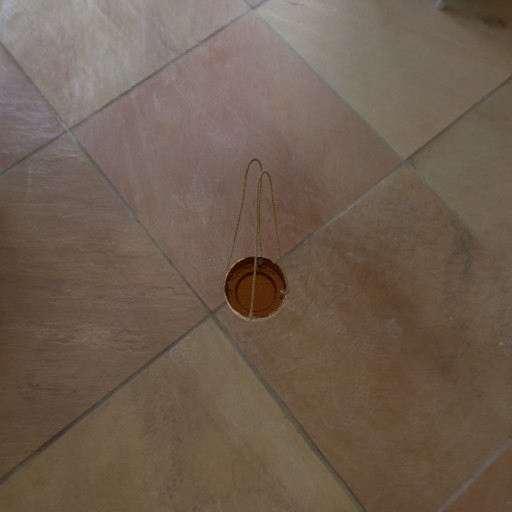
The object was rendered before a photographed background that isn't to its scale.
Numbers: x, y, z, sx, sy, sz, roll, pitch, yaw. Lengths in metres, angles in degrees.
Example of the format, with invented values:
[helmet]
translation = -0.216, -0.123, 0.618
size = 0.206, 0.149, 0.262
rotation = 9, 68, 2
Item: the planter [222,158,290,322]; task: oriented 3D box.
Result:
[planter]
translation = 0.000, 0.000, 1.155
size = 0.223, 1.030, 0.223
rotation = -35, 77, -9
